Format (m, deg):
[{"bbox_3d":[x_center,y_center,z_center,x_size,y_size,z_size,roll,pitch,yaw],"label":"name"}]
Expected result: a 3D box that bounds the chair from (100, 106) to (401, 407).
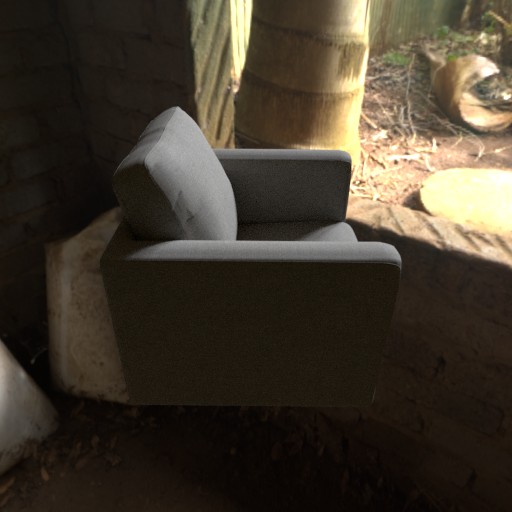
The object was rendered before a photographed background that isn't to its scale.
[{"bbox_3d":[0.000,0.000,1.580,0.800,0.927,0.855,0,33,0],"label":"chair"}]
